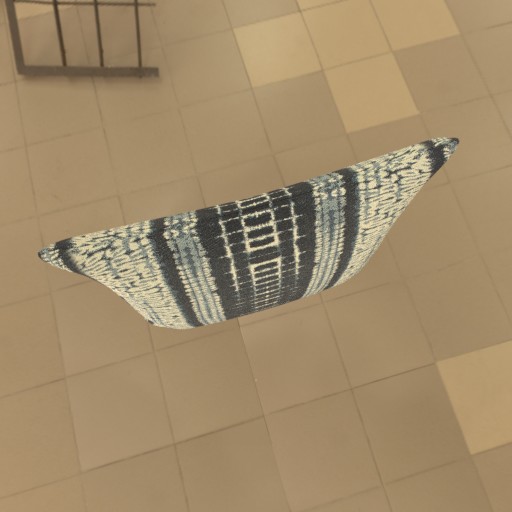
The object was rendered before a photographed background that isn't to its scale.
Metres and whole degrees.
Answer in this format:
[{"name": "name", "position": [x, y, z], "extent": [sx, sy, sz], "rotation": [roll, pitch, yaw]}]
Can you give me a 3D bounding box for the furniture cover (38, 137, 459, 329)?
[{"name": "furniture cover", "position": [0.000, 0.000, 0.634], "extent": [0.425, 0.435, 0.133], "rotation": [-16, 75, -4]}]
